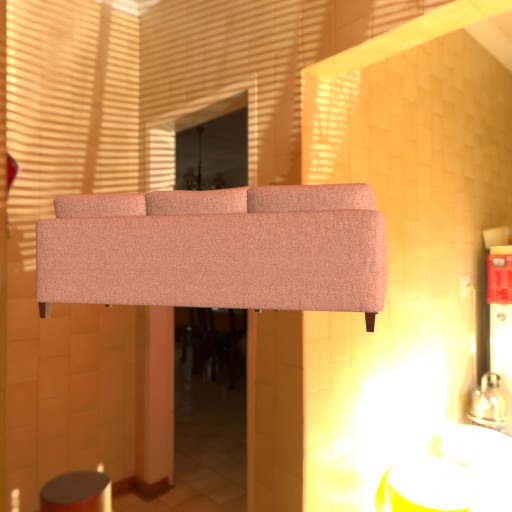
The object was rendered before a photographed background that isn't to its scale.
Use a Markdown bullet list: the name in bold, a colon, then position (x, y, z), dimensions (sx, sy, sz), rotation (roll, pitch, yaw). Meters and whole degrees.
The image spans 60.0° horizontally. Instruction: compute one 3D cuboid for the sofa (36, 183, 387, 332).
- **sofa**: position (0.000, 0.000, 4.510), dimensions (2.522, 0.934, 3.333), rotation (0, 0, 16)
